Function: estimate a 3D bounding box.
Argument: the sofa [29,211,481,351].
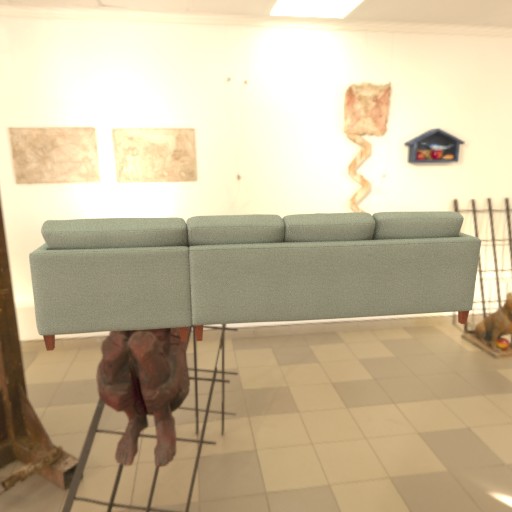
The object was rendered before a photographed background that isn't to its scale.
[{"bbox_3d":[0.000,0.000,4.111,3.471,0.950,1.604,-2,14,-9],"label":"sofa"}]
